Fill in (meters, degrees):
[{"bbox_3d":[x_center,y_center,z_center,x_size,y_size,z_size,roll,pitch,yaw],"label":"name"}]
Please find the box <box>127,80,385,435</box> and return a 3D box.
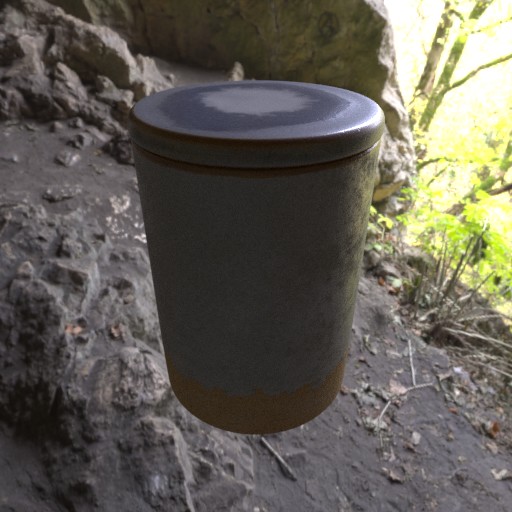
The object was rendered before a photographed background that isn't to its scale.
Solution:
[{"bbox_3d":[0.000,0.000,0.250,0.118,0.168,0.118,0,32,0],"label":"box"}]
